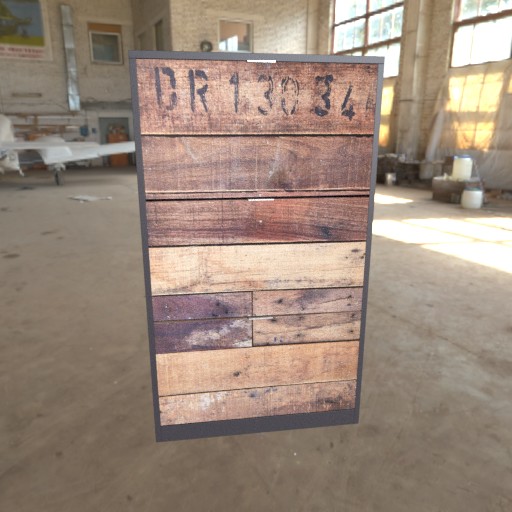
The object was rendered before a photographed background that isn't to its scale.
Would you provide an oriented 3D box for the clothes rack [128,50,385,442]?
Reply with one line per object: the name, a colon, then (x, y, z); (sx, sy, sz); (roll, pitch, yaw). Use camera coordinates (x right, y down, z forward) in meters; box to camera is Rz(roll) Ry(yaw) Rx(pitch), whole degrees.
clothes rack: (0.000, 0.000, 1.563); (0.750, 1.280, 0.250); (-2, 16, -8)
